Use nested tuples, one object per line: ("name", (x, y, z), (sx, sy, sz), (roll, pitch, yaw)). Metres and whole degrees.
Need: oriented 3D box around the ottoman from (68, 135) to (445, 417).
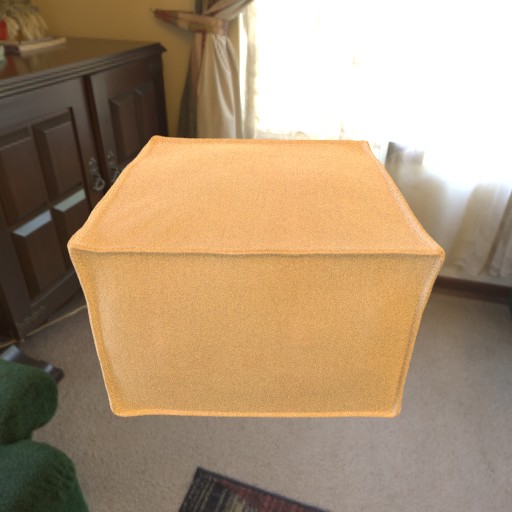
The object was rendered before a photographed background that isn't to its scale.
("ottoman", (0.000, 0.000, 1.174), (0.696, 0.470, 0.707), (1, 32, 1))
